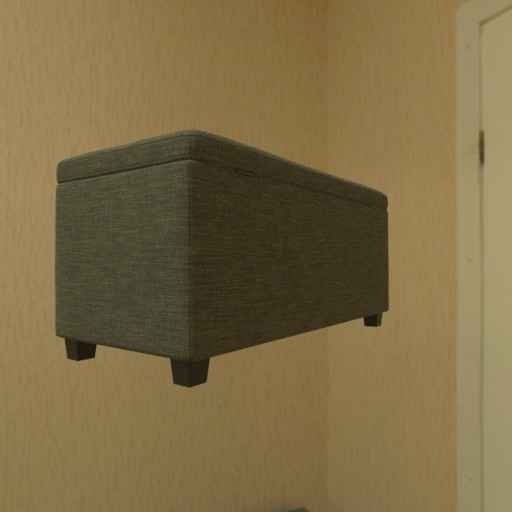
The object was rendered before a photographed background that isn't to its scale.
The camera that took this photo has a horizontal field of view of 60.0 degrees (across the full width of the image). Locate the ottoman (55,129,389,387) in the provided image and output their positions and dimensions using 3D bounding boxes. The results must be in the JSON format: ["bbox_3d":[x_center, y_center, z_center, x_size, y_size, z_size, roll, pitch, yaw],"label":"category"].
[{"bbox_3d":[0.000,0.000,1.157,0.419,0.432,0.902,0,-1,36],"label":"ottoman"}]
